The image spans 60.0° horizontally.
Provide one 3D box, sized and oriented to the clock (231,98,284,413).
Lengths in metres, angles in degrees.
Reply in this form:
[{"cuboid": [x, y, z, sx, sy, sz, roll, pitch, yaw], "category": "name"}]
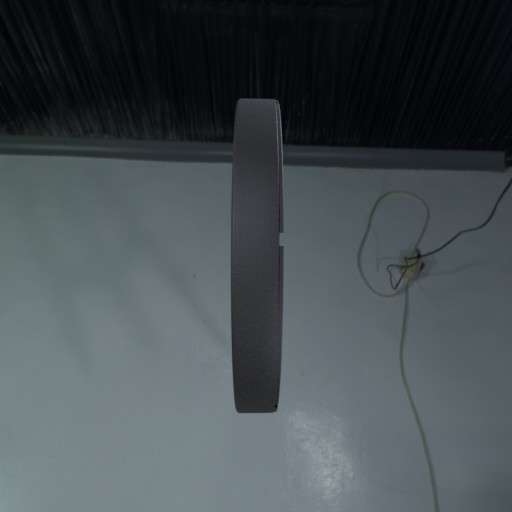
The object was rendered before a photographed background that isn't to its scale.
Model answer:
[{"cuboid": [0.000, 0.000, 0.438, 0.040, 0.293, 0.293, 0, 59, 0], "category": "clock"}]
